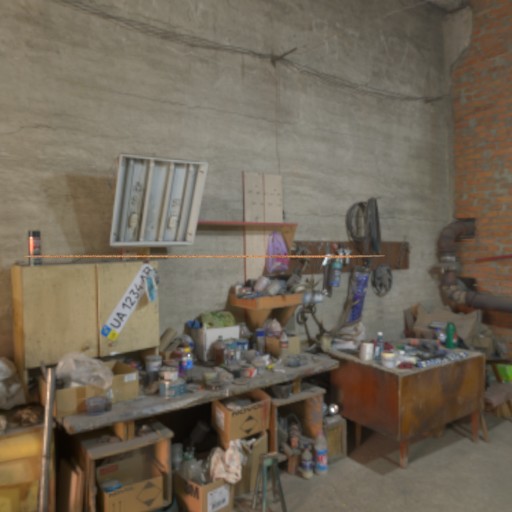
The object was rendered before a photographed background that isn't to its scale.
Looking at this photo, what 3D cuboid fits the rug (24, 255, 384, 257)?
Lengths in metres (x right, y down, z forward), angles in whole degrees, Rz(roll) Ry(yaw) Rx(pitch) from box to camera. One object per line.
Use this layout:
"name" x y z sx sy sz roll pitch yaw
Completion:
"rug" 0.000 0.000 2.920 1.524 0.006 2.285 0 0 19
